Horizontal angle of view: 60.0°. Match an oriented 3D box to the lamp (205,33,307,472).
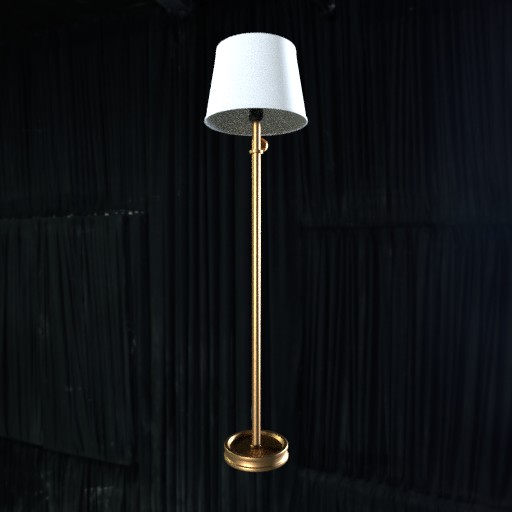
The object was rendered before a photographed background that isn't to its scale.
[{"bbox_3d":[0.000,0.000,0.779,0.178,0.710,0.178,0,2,0],"label":"lamp"}]
